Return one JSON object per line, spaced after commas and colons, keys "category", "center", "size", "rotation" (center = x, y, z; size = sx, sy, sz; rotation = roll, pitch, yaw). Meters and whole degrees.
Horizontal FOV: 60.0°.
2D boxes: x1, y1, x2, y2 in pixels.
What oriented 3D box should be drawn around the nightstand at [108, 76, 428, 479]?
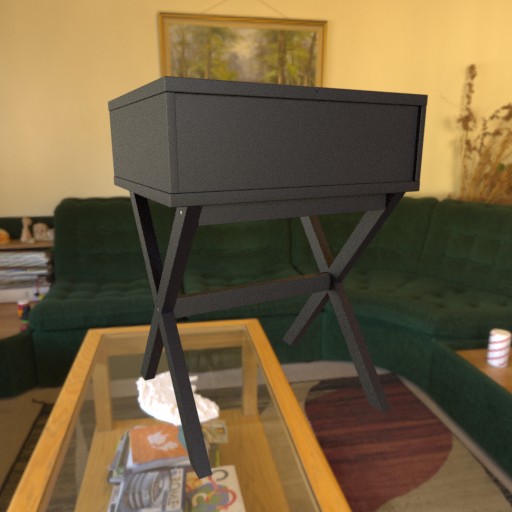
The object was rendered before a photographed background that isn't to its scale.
{"category": "nightstand", "center": [0.000, 0.000, 0.925], "size": [0.479, 0.623, 0.402], "rotation": [-7, 16, -27]}
